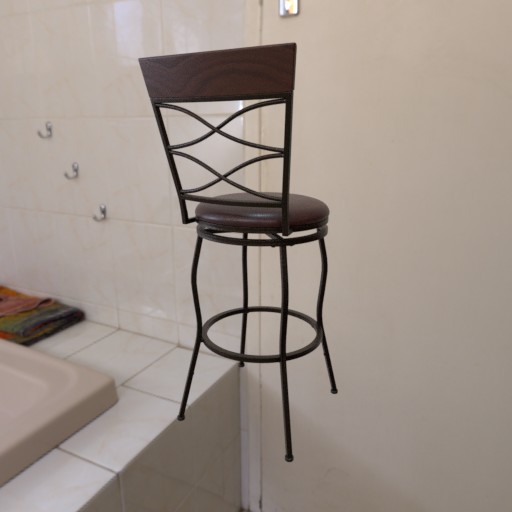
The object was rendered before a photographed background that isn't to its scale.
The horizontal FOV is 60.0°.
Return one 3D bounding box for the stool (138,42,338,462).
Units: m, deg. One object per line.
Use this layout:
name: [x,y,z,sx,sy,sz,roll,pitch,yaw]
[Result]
stool: [0.000,0.000,1.406,0.448,1.130,0.513,8,18,28]
